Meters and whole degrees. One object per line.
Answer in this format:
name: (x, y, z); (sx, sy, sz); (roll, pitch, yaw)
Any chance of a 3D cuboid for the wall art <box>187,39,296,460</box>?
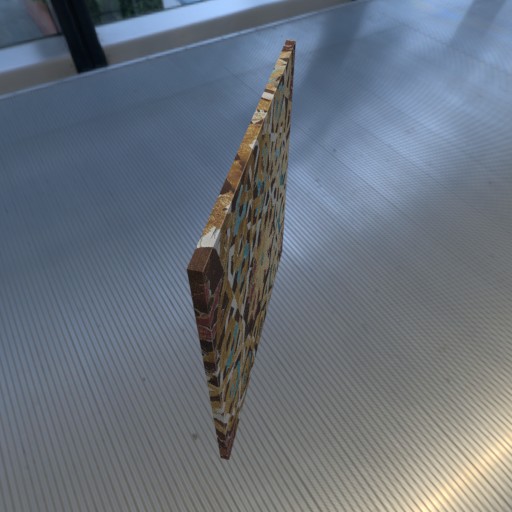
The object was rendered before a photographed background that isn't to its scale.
wall art: (0.000, 0.000, 1.120); (0.028, 0.762, 0.757); (10, 49, 9)
